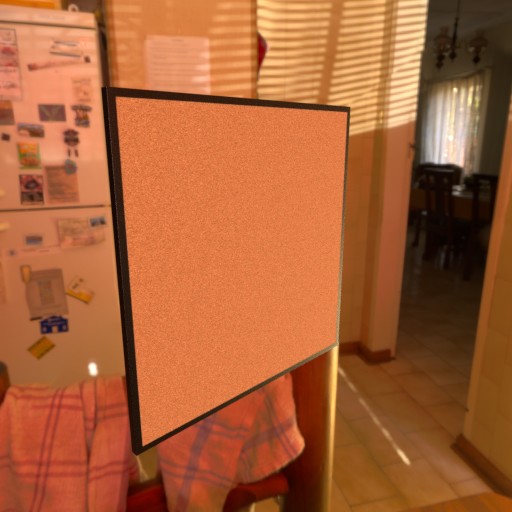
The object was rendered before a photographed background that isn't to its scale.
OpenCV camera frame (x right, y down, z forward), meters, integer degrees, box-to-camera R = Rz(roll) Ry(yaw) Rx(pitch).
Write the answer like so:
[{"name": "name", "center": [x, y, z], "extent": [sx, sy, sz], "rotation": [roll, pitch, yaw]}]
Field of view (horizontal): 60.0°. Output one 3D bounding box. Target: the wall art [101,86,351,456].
[{"name": "wall art", "center": [0.000, 0.000, 0.686], "extent": [0.457, 0.458, 0.012], "rotation": [-14, 21, -43]}]
